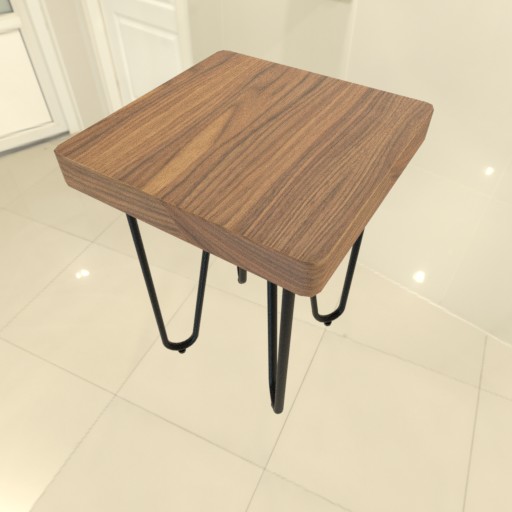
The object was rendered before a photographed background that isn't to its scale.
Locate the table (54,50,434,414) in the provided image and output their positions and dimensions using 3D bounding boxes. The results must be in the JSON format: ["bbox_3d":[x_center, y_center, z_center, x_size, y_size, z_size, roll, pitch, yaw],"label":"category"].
[{"bbox_3d":[0.000,0.000,0.985,0.479,0.641,0.480,24,51,22],"label":"table"}]
